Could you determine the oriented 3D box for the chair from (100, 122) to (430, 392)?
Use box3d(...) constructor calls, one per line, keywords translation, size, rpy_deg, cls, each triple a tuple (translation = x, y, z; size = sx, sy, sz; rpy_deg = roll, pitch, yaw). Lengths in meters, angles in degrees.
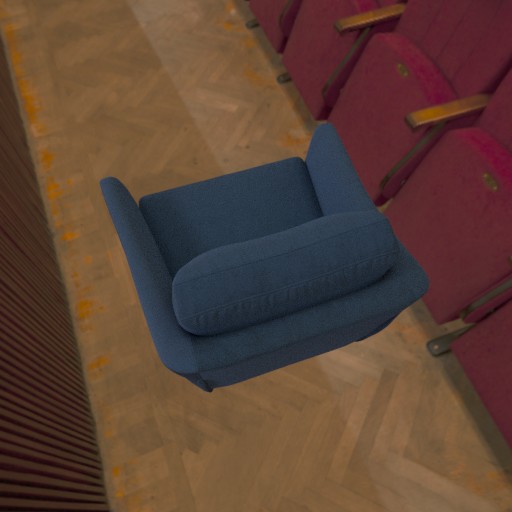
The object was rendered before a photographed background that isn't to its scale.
box3d(translation=(0.000, 0.000, 1.708), size=(0.987, 0.899, 0.961), rpy_deg=(-16, 61, -10), cls="chair")
